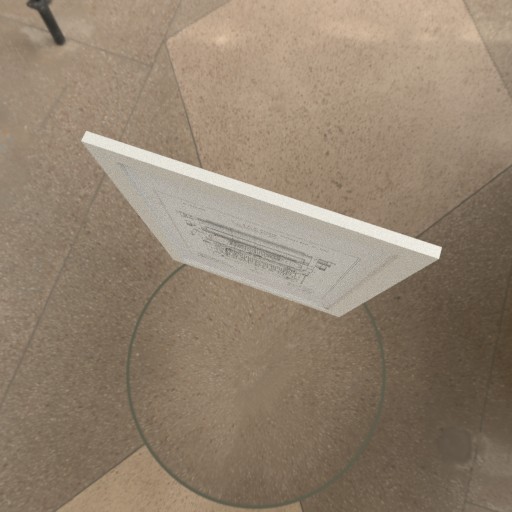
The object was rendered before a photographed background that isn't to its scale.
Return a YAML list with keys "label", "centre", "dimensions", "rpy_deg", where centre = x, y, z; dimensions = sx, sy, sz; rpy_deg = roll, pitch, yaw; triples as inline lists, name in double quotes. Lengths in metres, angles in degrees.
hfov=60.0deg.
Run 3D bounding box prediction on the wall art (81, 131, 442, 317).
- label: "wall art"
  centre: [0.000, 0.000, 0.705]
  dimensions: [0.381, 0.533, 0.013]
  rpy_deg: [19, 77, 5]
